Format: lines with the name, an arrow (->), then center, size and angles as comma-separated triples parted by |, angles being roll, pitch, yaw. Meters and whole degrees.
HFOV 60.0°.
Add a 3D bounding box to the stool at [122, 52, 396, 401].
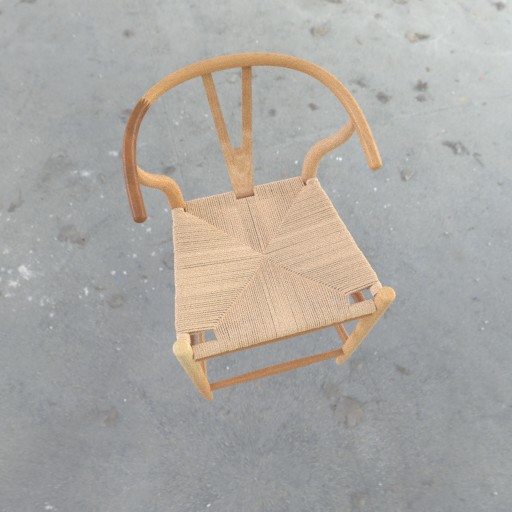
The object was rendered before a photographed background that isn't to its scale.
stool -> 0.000, 0.000, 1.282 | 0.536, 0.923, 0.575 | -14, 64, -7
